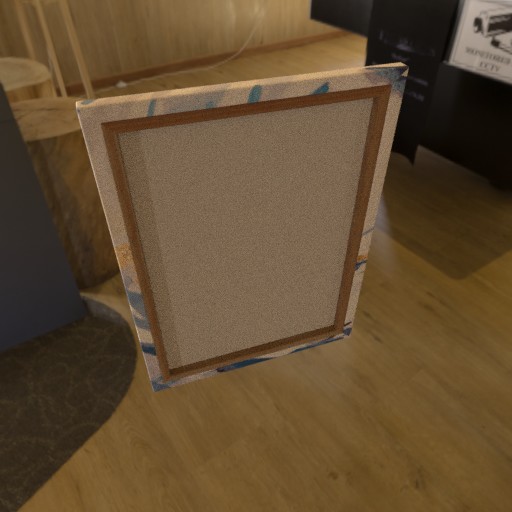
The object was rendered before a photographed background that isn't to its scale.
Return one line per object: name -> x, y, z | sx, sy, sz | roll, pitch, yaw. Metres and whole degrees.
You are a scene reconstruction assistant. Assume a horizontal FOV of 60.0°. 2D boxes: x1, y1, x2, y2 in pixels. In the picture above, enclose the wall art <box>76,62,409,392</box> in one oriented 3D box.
wall art -> 0.000, 0.000, 1.311 | 0.761, 1.015, 0.038 | -12, 42, -14
